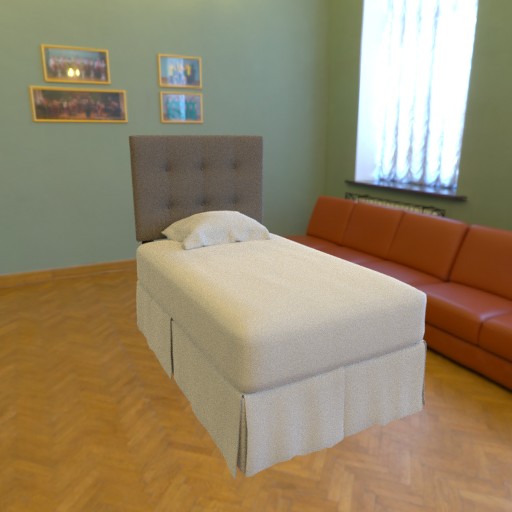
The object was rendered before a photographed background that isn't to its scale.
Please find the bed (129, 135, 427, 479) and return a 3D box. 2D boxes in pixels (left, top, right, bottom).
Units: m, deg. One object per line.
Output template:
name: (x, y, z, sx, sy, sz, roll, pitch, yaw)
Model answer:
bed: (0.000, 0.000, 2.967, 1.261, 1.571, 1.997, -8, 17, -27)
